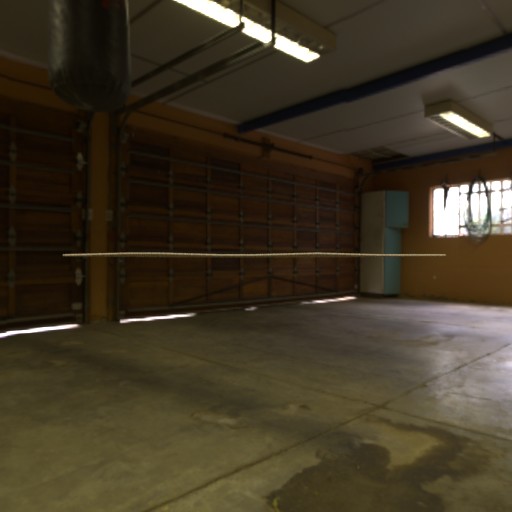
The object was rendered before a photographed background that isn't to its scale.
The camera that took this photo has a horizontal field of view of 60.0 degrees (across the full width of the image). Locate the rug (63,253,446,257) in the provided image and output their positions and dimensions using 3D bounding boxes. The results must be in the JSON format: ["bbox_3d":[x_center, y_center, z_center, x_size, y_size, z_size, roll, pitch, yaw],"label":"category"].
[{"bbox_3d":[0.000,0.000,2.982,1.524,0.015,2.439,0,0,0],"label":"rug"}]
